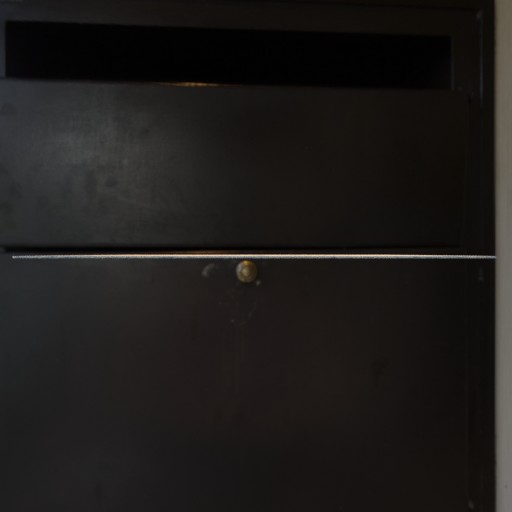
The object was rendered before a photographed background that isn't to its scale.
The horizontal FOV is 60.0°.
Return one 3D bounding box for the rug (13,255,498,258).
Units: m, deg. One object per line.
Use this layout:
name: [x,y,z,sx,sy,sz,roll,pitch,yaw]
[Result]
rug: [0.000,0.000,3.989,3.056,0.013,2.441,0,0,0]
